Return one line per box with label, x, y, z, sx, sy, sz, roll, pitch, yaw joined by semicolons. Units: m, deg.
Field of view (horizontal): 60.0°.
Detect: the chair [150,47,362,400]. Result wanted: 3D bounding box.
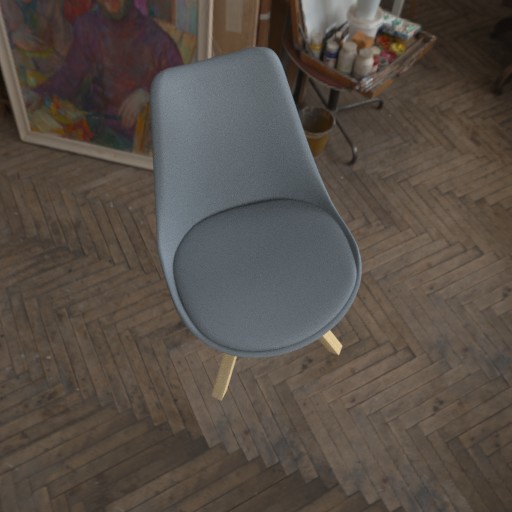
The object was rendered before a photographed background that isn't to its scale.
chair;0.000;0.000;1.182;0.485;0.850;0.549;-19;63;-10
